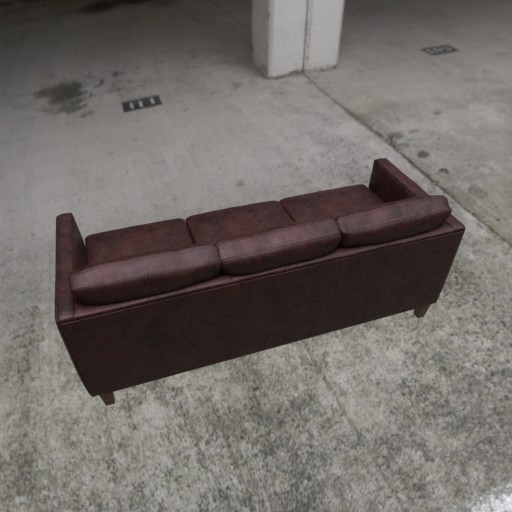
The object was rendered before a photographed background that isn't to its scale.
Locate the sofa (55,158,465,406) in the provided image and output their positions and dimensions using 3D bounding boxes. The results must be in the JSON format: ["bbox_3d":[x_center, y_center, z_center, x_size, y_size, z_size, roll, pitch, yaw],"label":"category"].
[{"bbox_3d":[0.000,0.000,3.046,2.464,1.006,1.045,-12,42,-14],"label":"sofa"}]
